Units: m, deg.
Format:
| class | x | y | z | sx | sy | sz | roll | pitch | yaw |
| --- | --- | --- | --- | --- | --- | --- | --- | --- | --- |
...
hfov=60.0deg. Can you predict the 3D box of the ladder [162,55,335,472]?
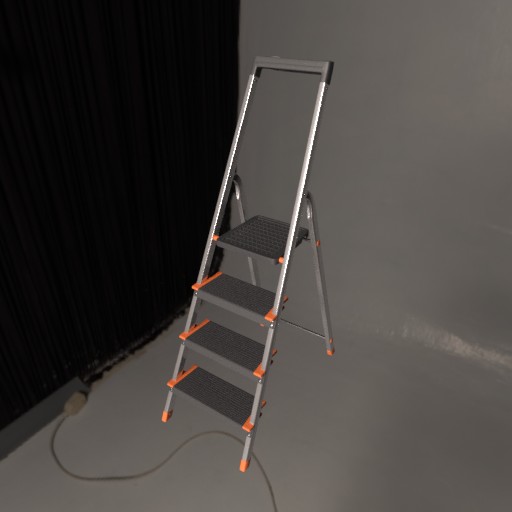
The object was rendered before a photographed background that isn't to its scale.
| class | x | y | z | sx | sy | sz | roll | pitch | yaw |
| --- | --- | --- | --- | --- | --- | --- | --- | --- | --- |
| ladder | 0.000 | 0.000 | 1.793 | 0.452 | 1.429 | 0.834 | 19 | 35 | 29 |
